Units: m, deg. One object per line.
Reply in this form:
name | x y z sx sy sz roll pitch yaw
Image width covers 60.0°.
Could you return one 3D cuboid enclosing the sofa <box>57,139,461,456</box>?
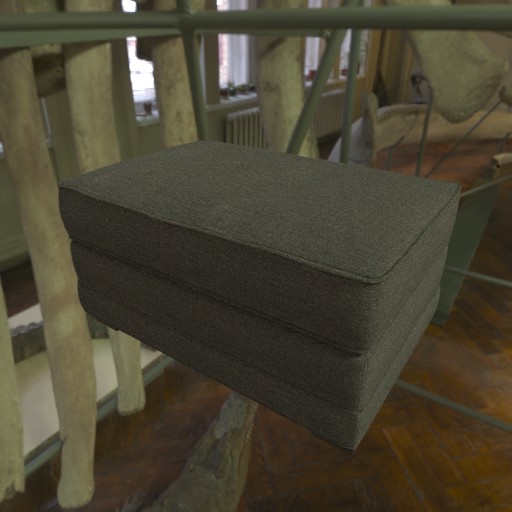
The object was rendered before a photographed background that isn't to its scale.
sofa | 0.000 0.000 1.181 0.854 0.457 0.578 18 33 30
